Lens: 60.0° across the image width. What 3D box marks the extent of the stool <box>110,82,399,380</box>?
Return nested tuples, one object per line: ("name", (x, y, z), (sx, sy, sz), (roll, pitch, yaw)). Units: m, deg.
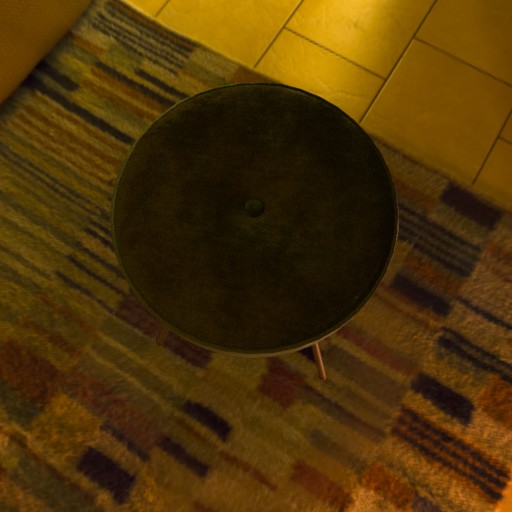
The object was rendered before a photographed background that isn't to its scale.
("stool", (0.000, 0.000, 0.923), (0.457, 0.595, 0.430), (11, 76, 3))
